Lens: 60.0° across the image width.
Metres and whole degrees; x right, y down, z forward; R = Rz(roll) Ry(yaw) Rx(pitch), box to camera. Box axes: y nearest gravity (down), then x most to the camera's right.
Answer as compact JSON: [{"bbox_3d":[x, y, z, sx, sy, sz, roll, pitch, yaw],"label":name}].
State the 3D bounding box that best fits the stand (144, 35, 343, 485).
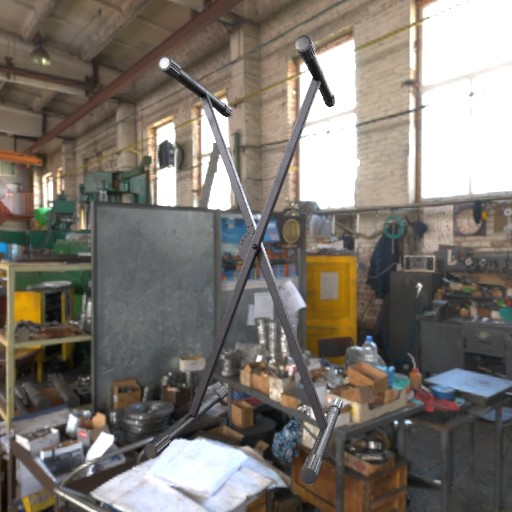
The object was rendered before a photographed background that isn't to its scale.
[{"bbox_3d":[0.000,0.000,1.180,0.409,0.940,0.449,0,1,18],"label":"stand"}]
